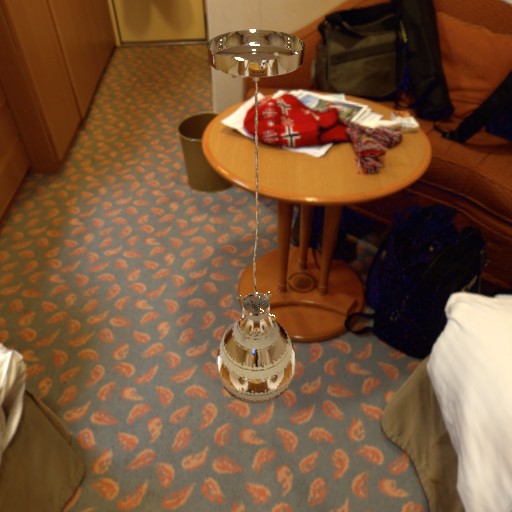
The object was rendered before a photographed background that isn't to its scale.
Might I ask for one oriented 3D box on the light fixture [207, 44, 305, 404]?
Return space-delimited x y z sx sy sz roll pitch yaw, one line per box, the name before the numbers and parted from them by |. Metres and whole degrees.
light fixture | 0.000 0.000 1.619 0.374 1.457 0.374 28 49 27
